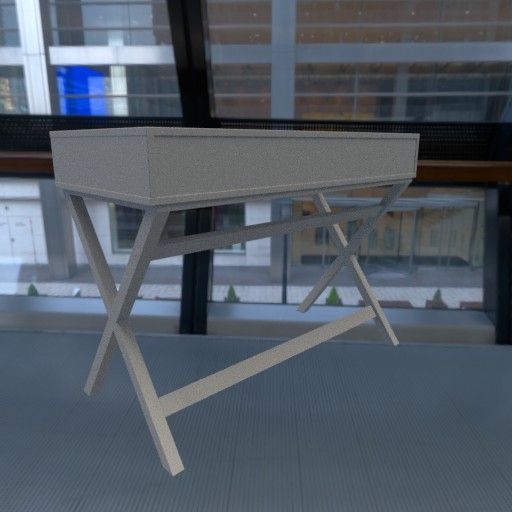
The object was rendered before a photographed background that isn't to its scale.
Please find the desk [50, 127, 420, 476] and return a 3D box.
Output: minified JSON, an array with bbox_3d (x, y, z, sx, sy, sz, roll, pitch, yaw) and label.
[{"bbox_3d":[0.000,0.000,1.459,1.057,0.780,0.525,-13,19,-42],"label":"desk"}]
